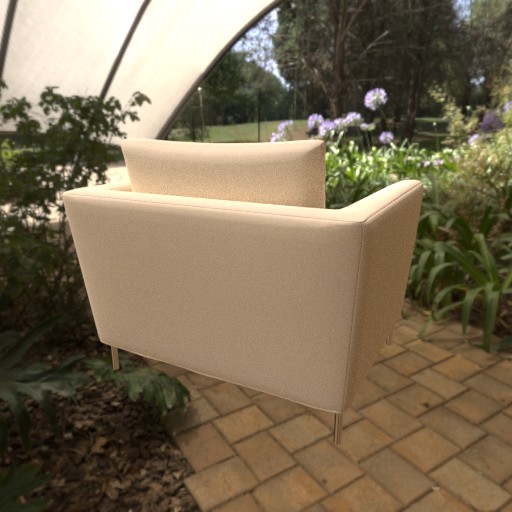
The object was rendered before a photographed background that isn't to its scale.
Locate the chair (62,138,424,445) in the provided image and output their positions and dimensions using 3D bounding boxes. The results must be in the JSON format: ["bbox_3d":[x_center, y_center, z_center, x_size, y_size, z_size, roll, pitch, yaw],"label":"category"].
[{"bbox_3d":[0.000,0.000,1.665,1.041,0.865,0.889,8,18,27],"label":"chair"}]
